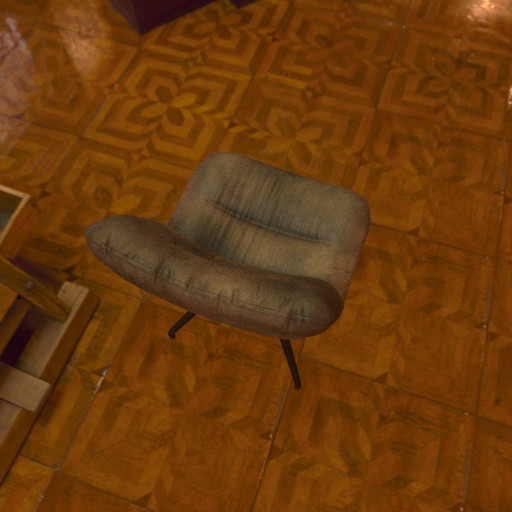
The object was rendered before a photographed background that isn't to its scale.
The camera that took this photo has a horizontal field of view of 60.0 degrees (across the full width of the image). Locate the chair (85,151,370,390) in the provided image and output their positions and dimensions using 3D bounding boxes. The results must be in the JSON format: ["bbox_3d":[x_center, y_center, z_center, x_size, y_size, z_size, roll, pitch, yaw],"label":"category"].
[{"bbox_3d":[0.000,0.000,1.261,0.549,0.870,0.622,20,66,9],"label":"chair"}]
